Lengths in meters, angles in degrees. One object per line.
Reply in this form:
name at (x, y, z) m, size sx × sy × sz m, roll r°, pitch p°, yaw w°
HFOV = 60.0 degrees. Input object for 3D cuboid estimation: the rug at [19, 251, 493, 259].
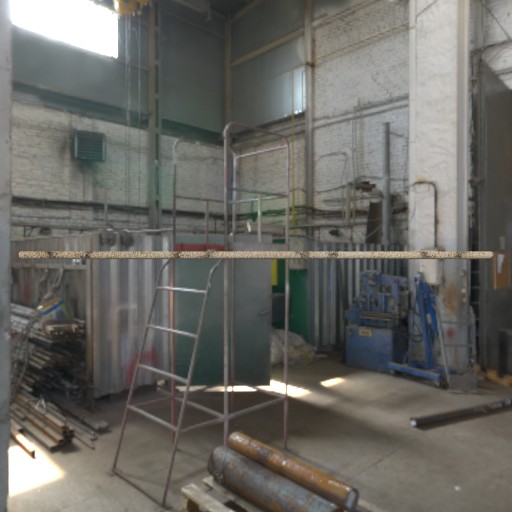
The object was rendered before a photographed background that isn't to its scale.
rug at (0.000, 0.000, 2.077) m, size 1.600 × 0.025 × 1.200 m, roll 0°, pitch 0°, yaw 0°
